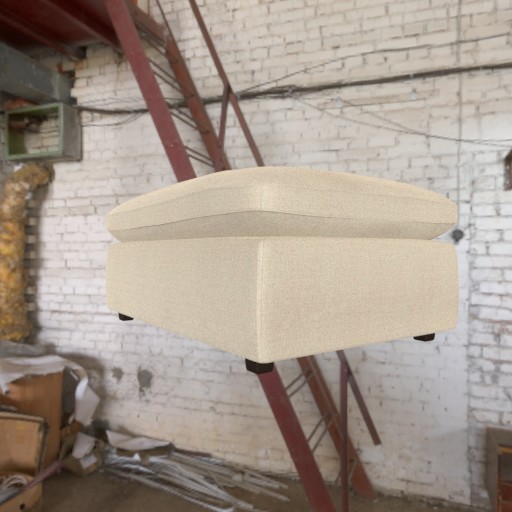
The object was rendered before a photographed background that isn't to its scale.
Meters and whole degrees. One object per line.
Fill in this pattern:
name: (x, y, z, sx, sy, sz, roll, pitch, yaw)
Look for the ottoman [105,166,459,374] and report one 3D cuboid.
ottoman: (0.000, 0.000, 1.377, 0.686, 0.453, 0.984, 0, 1, -35)
